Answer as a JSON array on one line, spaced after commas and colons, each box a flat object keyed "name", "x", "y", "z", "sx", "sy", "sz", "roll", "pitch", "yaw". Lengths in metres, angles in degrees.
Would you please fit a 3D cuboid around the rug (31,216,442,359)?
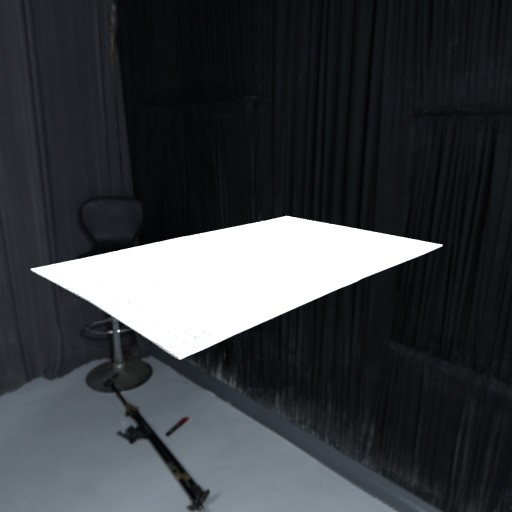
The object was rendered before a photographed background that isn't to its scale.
[{"name": "rug", "x": 0.000, "y": 0.000, "z": 2.236, "sx": 1.773, "sy": 0.021, "sz": 1.149, "roll": -16, "pitch": 22, "yaw": -42}]
